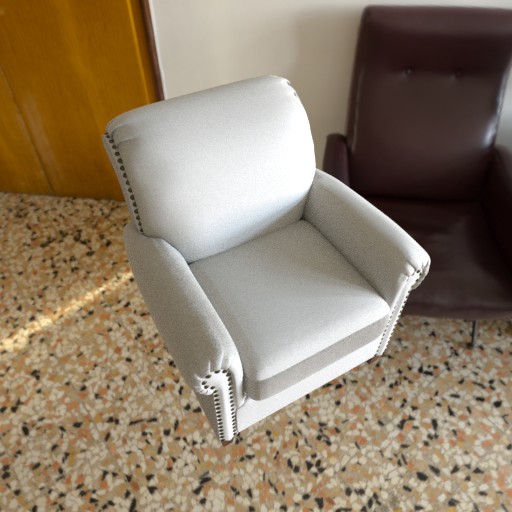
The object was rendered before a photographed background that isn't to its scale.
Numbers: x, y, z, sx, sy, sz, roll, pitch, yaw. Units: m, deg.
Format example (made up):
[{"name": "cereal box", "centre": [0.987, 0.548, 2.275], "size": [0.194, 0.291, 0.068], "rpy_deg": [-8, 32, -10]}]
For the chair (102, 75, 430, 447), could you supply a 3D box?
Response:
[{"name": "chair", "centre": [0.000, 0.000, 1.581], "size": [0.854, 0.927, 0.890], "rpy_deg": [-23, 51, -20]}]
